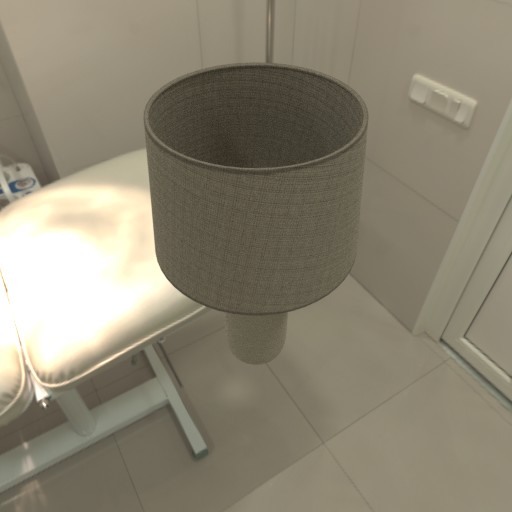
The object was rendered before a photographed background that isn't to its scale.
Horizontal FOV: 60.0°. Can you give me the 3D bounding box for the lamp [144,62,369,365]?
[{"bbox_3d":[0.000,0.000,0.854,0.367,0.609,0.367,0,45,0],"label":"lamp"}]
